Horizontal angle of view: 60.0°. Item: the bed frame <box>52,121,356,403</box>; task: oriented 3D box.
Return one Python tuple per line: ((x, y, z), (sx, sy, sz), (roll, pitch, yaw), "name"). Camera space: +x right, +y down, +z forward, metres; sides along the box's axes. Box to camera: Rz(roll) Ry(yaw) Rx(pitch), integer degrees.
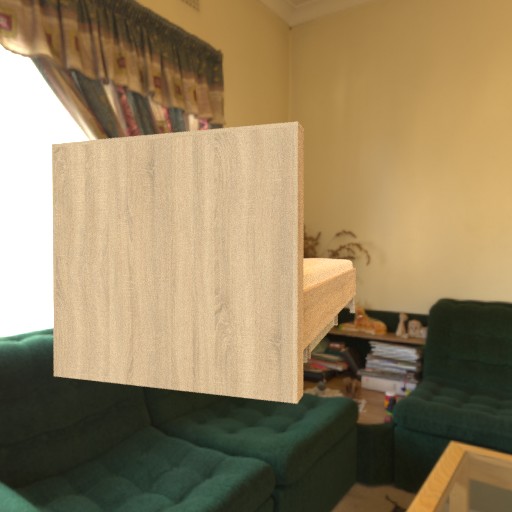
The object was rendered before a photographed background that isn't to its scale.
((0.000, 0.000, 2.615), (0.990, 0.920, 2.140), (0, 1, 18), "bed frame")
